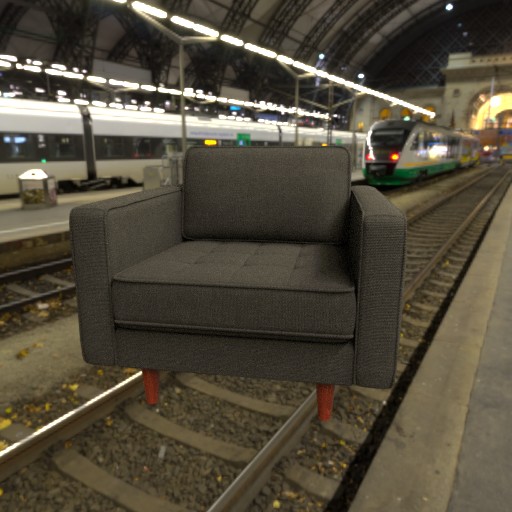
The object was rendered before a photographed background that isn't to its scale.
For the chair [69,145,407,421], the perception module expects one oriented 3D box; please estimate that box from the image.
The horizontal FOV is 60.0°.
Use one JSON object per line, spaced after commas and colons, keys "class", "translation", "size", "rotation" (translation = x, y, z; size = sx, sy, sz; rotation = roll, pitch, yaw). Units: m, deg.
{"class": "chair", "translation": [0.000, 0.000, 1.577], "size": [0.899, 0.770, 0.919], "rotation": [2, 14, 9]}
